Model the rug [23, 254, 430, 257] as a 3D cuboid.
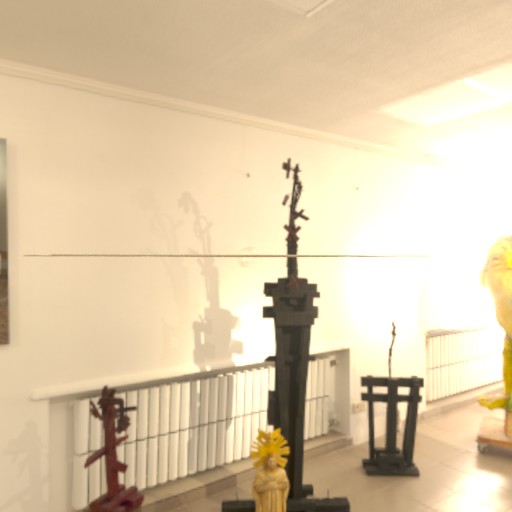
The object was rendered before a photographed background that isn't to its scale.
[{"bbox_3d":[0.000,0.000,2.708,2.442,0.016,0.770,0,0,-35],"label":"rug"}]
